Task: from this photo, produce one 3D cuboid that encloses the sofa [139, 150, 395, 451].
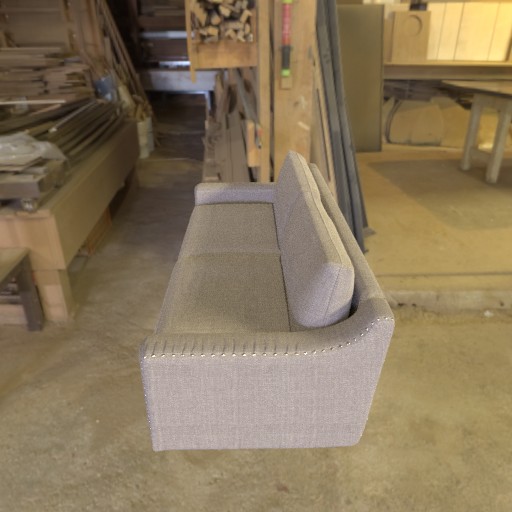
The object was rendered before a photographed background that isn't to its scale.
[{"bbox_3d":[0.000,0.000,2.723,1.000,0.857,2.208,0,27,-1],"label":"sofa"}]
